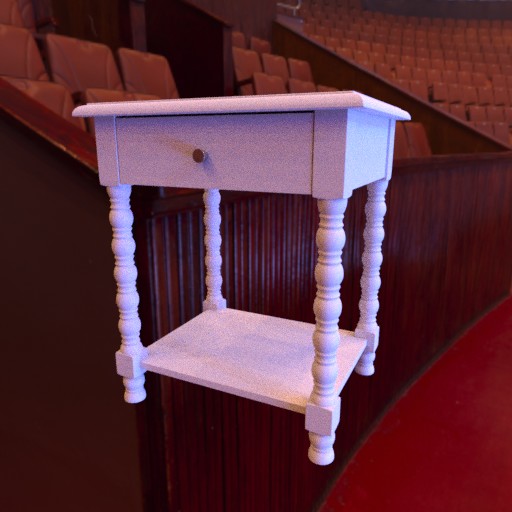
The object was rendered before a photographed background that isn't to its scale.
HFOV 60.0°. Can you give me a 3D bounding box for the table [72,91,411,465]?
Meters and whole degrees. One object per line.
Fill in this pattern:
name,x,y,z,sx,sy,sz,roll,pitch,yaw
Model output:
table,0.000,0.000,0.828,0.460,0.531,0.381,7,16,25
